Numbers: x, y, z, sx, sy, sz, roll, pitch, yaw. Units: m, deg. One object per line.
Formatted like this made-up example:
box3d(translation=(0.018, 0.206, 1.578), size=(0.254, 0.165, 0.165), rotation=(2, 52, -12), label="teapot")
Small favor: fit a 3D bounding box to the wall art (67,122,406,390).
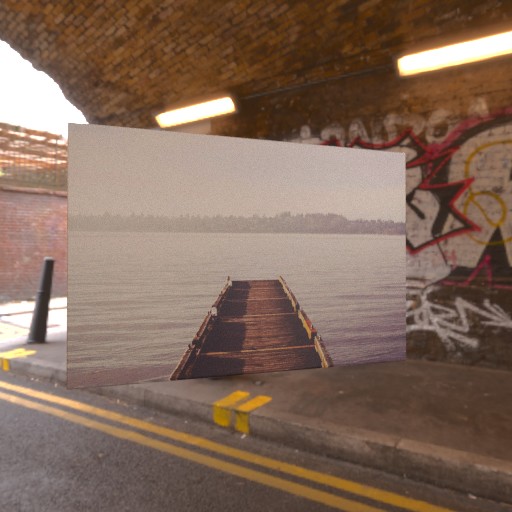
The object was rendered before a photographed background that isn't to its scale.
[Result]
box3d(translation=(0.000, 0.000, 0.784), size=(0.615, 0.410, 0.021), rotation=(0, -1, -19), label="wall art")
